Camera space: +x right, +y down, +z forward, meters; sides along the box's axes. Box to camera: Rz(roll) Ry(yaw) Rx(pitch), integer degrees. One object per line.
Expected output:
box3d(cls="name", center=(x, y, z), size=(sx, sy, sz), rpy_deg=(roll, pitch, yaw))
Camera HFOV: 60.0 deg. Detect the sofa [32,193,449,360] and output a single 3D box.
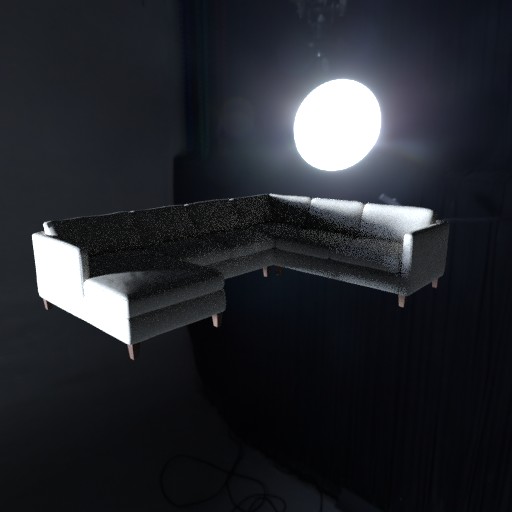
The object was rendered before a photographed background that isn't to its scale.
box3d(cls="sofa", center=(0.000, 0.000, 4.325), size=(2.551, 0.853, 3.238), rpy_deg=(13, 19, 41))
